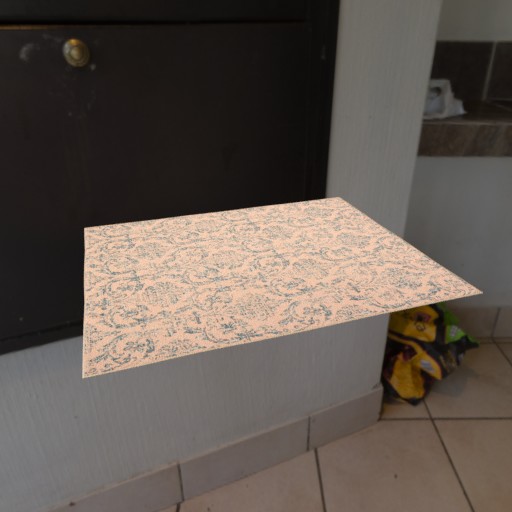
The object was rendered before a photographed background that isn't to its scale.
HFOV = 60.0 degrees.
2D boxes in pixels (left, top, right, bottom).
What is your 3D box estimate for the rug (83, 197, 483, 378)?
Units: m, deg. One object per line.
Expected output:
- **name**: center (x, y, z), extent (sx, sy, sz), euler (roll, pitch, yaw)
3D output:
- **rug**: center (0.000, 0.000, 4.058), extent (2.980, 0.012, 2.363), euler (-9, 28, -17)
